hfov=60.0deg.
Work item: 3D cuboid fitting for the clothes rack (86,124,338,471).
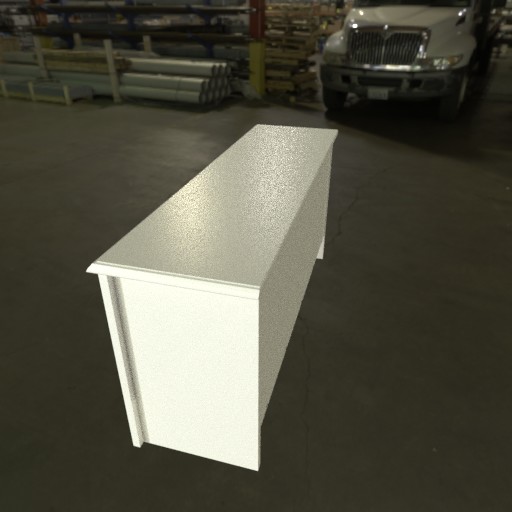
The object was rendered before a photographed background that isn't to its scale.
[{"bbox_3d":[0.000,0.000,1.359,0.324,0.531,1.120,8,31,14],"label":"clothes rack"}]
